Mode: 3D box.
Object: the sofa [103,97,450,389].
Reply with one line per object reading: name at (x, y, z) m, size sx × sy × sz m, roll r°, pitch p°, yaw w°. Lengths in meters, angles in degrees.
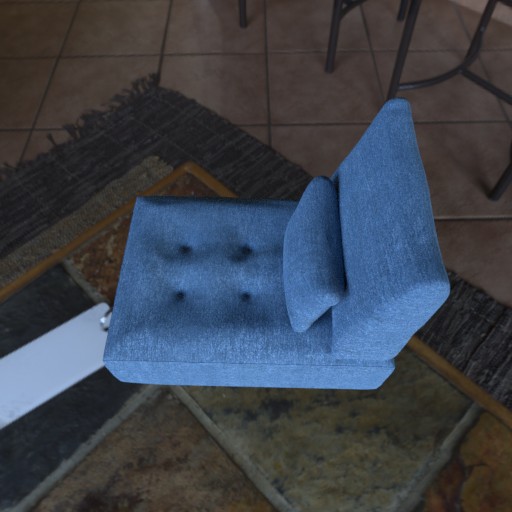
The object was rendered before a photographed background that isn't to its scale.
sofa at (0.000, 0.000, 1.532) m, size 1.000 × 0.820 × 0.700 m, roll 1°, pitch 59°, yaw 1°
